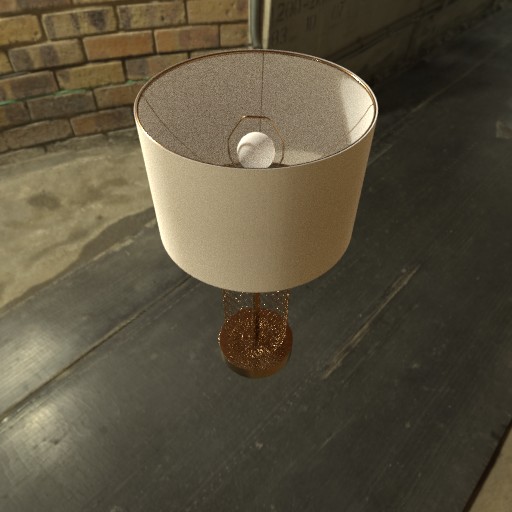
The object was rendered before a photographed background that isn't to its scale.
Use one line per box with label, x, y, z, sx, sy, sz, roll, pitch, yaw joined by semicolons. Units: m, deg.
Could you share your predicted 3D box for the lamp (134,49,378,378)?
lamp;0.000;0.000;0.641;0.252;0.483;0.252;3;47;3
